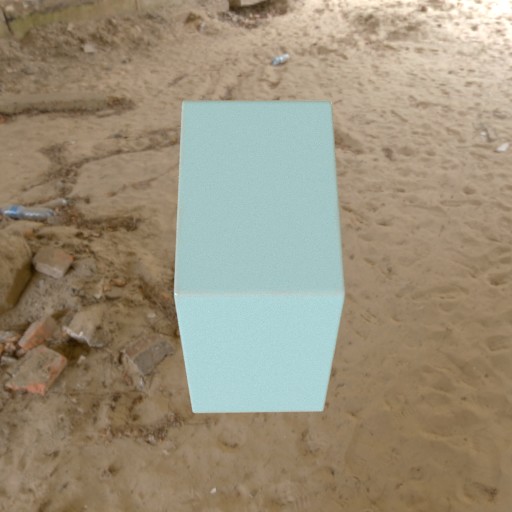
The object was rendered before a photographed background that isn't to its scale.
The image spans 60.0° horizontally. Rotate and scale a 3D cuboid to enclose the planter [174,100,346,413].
[{"bbox_3d":[0.000,0.000,0.292,0.078,0.207,0.169,-1,40,-1],"label":"planter"}]
